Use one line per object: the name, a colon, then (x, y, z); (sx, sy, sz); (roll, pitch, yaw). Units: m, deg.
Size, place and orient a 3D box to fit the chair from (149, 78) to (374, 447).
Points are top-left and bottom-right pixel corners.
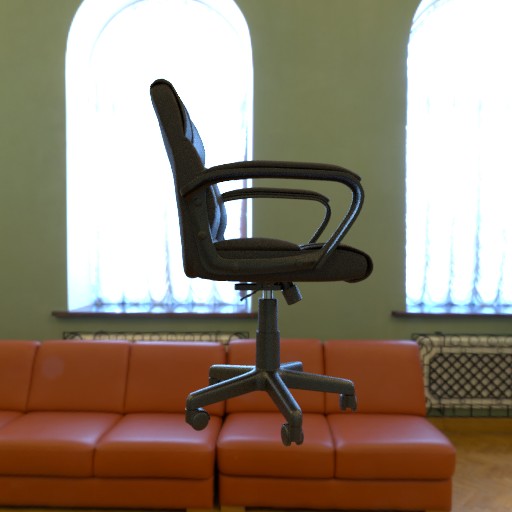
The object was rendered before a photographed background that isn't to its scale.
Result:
chair: (0.000, 0.000, 1.399); (0.641, 0.998, 0.576); (0, 1, 1)
